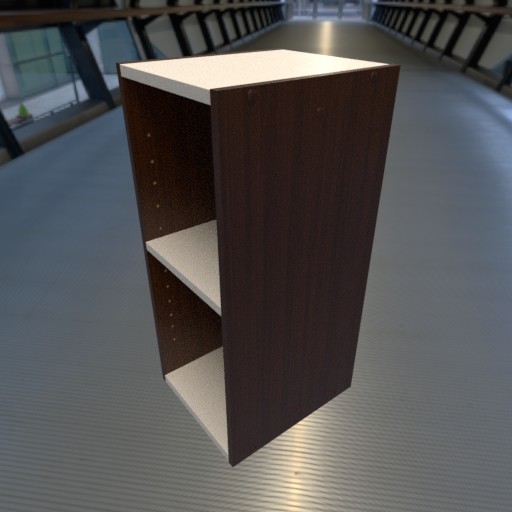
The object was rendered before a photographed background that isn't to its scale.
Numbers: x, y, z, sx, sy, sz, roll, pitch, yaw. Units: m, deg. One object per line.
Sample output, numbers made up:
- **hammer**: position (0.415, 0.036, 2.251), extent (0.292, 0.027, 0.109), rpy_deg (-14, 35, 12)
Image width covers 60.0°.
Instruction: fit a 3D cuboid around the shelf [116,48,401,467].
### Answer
- **shelf**: position (0.000, 0.000, 0.748), extent (0.290, 0.600, 0.253), rpy_deg (-22, 37, -32)
